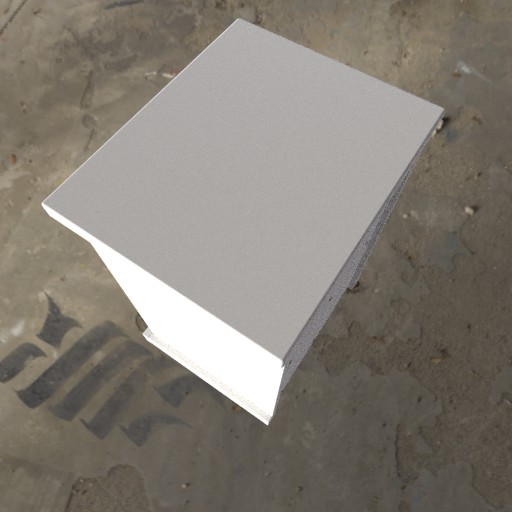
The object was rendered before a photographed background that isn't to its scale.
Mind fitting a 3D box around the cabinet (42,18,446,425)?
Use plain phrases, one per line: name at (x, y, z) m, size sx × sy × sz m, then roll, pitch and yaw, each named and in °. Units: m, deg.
cabinet at (0.000, 0.000, 1.029) m, size 0.431 × 0.723 × 0.520 m, roll 31°, pitch 67°, yaw 15°
